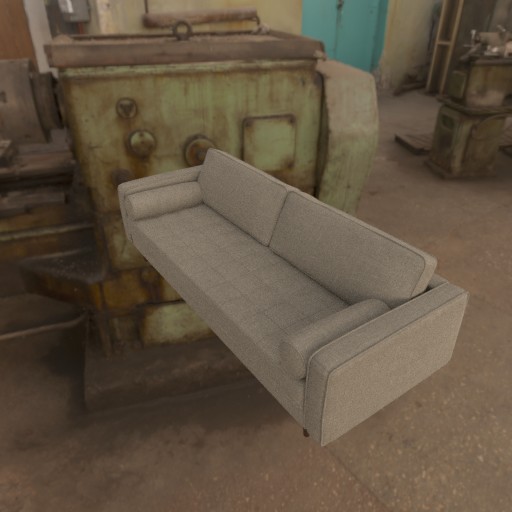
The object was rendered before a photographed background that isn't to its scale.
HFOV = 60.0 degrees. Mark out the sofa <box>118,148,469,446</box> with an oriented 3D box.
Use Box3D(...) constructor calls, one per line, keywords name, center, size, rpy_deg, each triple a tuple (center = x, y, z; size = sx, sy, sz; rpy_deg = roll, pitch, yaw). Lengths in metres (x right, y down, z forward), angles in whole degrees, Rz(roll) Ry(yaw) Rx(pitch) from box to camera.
Box3D(name="sofa", center=(0.000, 0.000, 2.674), size=(0.914, 0.762, 2.211), rpy_deg=(-20, 36, -29))
